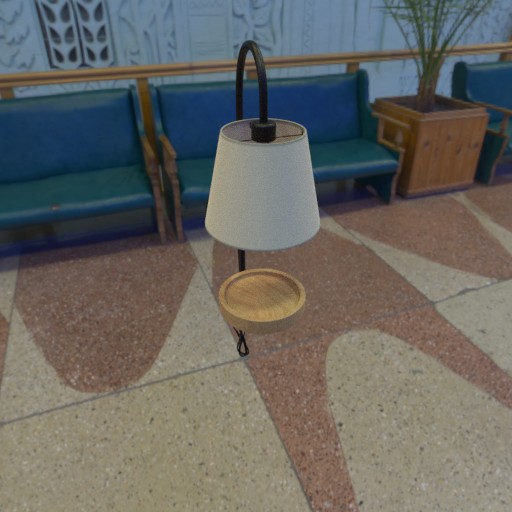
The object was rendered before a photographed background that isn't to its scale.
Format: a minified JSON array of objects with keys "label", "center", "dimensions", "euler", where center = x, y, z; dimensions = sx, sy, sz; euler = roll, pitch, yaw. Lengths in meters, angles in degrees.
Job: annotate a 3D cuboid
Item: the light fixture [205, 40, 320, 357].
[{"label":"light fixture","center":[0.000,0.000,0.938],"dimensions":[0.220,0.821,0.299],"euler":[-10,34,-16]}]
